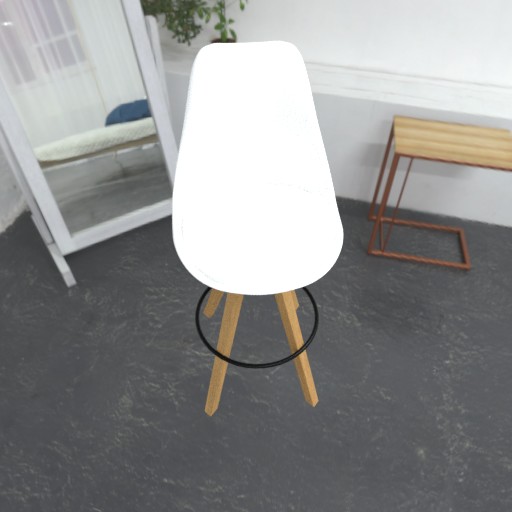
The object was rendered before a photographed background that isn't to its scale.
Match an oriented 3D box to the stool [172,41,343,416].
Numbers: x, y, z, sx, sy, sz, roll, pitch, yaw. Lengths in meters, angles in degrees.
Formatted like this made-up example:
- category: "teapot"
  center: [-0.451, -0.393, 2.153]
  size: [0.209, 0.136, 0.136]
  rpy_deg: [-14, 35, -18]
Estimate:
- category: "stool"
  center: [0.000, 0.000, 1.404]
  size: [0.482, 1.115, 0.549]
  rpy_deg: [-4, 46, -4]
